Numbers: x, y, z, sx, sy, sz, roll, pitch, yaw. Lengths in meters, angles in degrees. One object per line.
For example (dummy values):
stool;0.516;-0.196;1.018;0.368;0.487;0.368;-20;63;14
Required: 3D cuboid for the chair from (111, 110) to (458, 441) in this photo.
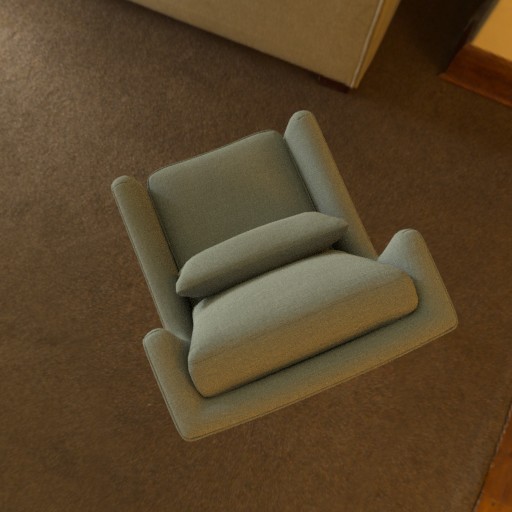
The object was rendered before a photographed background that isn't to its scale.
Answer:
chair;0.000;0.000;1.772;0.866;1.056;1.040;-21;77;-5
